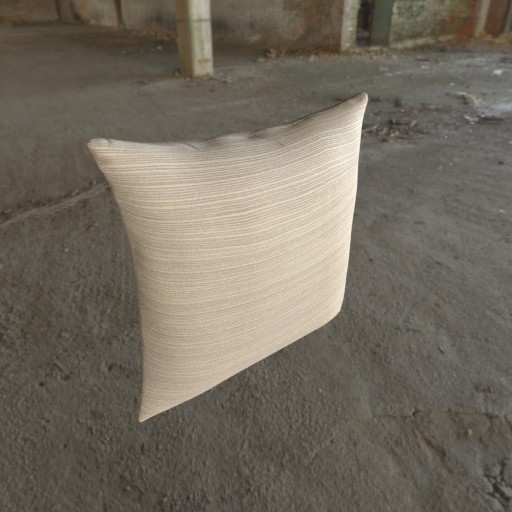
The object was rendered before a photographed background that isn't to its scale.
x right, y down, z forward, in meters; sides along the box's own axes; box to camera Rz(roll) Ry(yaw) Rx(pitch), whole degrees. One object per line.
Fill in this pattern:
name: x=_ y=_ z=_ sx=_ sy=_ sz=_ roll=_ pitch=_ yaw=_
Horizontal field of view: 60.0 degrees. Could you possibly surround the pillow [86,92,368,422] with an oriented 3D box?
pillow: x=0.000 y=0.000 z=0.780 sx=0.512 sy=0.497 sz=0.204 roll=-22 pitch=37 yaw=-32
